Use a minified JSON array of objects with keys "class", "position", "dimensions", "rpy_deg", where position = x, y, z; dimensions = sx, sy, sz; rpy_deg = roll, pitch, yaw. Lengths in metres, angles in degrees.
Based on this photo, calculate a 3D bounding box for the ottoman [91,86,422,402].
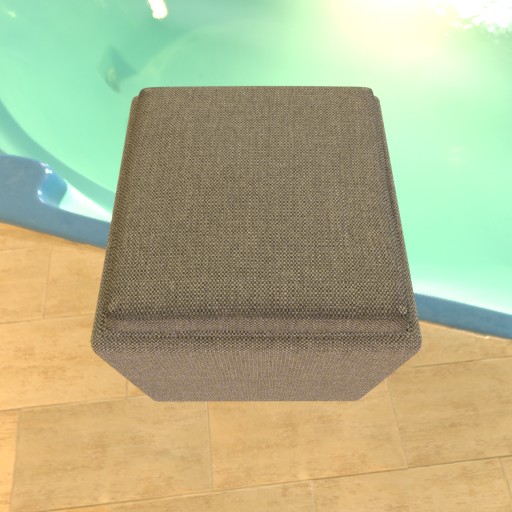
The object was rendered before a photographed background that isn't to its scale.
[{"class":"ottoman","position":[0.000,0.000,0.827],"dimensions":[0.436,0.487,0.454],"rpy_deg":[0,63,0]}]
